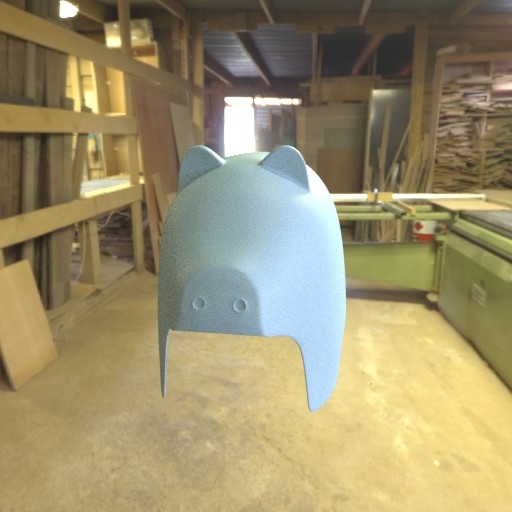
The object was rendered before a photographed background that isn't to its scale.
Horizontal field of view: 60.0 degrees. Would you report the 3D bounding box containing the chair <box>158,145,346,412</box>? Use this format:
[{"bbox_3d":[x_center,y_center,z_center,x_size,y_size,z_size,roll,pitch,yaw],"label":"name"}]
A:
[{"bbox_3d":[0.000,0.000,0.878,0.364,0.423,0.619,2,14,9],"label":"chair"}]
